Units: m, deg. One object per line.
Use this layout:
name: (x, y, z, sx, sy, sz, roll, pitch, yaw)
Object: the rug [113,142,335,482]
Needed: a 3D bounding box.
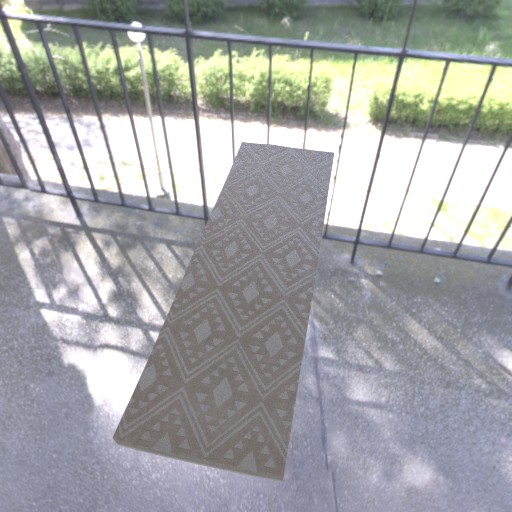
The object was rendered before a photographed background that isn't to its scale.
rug: (0.000, 0.000, 2.681, 0.752, 0.051, 2.452, 9, 47, 8)
